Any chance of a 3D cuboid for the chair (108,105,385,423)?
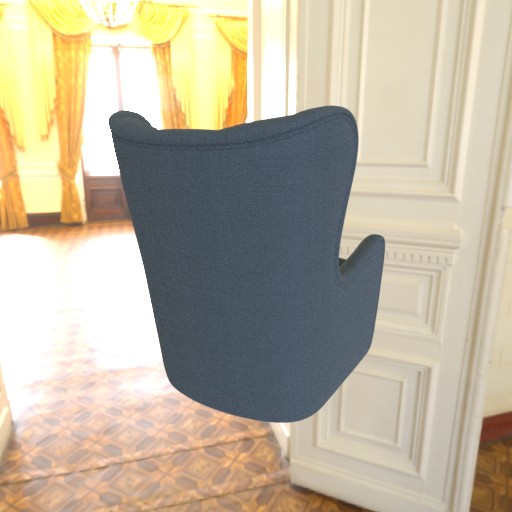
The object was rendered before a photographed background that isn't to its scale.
[{"bbox_3d":[0.000,0.000,1.731,0.831,1.079,0.930,9,18,28],"label":"chair"}]
